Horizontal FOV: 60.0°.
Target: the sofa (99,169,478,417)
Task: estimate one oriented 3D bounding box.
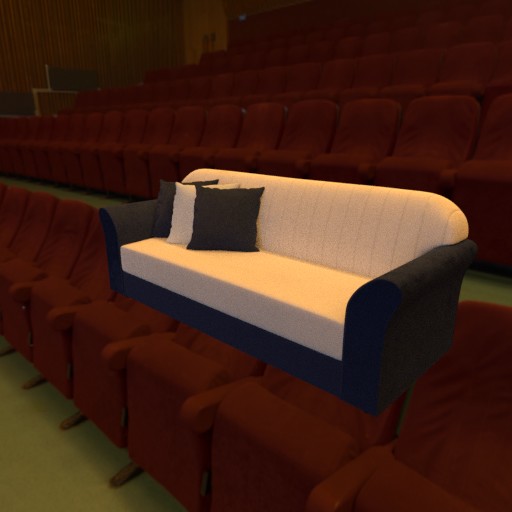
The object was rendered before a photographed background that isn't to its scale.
[{"bbox_3d":[0.000,0.000,2.409,2.006,0.789,0.749,15,23,41],"label":"sofa"}]
